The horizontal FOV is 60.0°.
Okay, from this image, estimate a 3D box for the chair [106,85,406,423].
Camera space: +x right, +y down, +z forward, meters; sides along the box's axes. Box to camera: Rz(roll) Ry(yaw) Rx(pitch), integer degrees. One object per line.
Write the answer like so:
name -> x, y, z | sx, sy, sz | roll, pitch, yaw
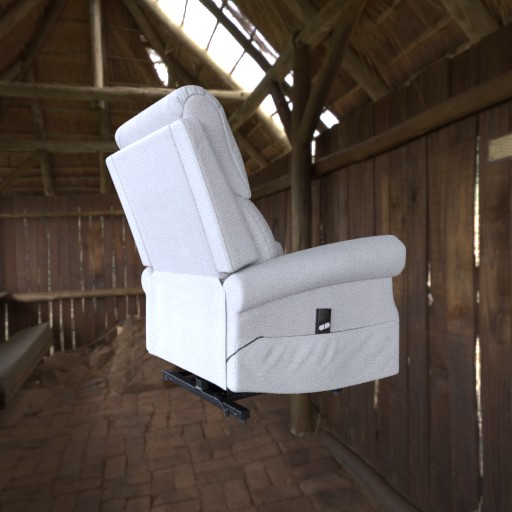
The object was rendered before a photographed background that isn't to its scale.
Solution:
chair -> 0.000, 0.000, 1.762 | 0.979, 1.031, 0.871 | -1, 1, -36
